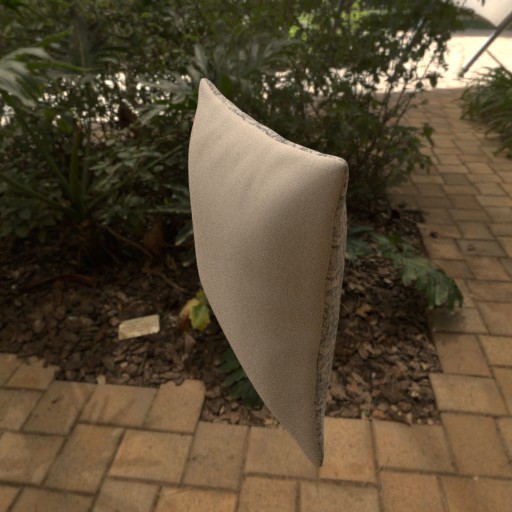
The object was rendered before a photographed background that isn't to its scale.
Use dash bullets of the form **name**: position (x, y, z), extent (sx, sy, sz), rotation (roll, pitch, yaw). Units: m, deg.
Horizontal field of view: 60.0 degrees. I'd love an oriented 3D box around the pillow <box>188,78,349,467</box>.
- **pillow**: position (0.000, 0.000, 0.780), extent (0.166, 0.510, 0.523), rotation (-12, 33, -19)
